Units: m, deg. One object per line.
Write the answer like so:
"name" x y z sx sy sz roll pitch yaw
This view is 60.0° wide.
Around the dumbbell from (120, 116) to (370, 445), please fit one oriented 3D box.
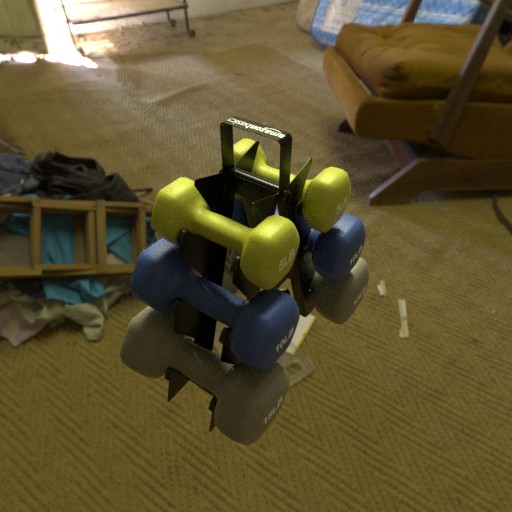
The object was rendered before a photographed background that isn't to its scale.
"dumbbell" 0.000 0.000 0.689 0.261 0.426 0.416 25 47 26
